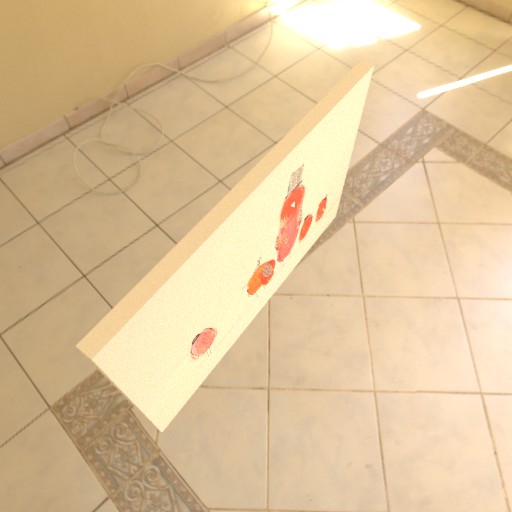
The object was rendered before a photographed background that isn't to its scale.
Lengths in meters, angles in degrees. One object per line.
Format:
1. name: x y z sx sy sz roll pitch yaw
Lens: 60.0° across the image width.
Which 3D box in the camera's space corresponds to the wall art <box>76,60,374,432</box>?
1. wall art: 0.000 0.000 1.149 0.038 0.609 0.914 32 64 18
